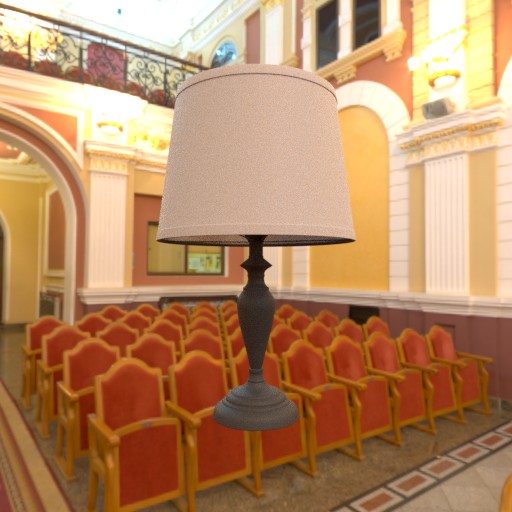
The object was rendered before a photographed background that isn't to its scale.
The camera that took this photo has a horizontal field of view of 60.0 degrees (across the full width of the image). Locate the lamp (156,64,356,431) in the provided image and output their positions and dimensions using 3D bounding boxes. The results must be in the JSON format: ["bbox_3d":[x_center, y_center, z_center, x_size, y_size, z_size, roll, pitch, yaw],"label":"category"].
[{"bbox_3d":[0.000,0.000,0.704,0.310,0.501,0.310,0,-2,0],"label":"lamp"}]
